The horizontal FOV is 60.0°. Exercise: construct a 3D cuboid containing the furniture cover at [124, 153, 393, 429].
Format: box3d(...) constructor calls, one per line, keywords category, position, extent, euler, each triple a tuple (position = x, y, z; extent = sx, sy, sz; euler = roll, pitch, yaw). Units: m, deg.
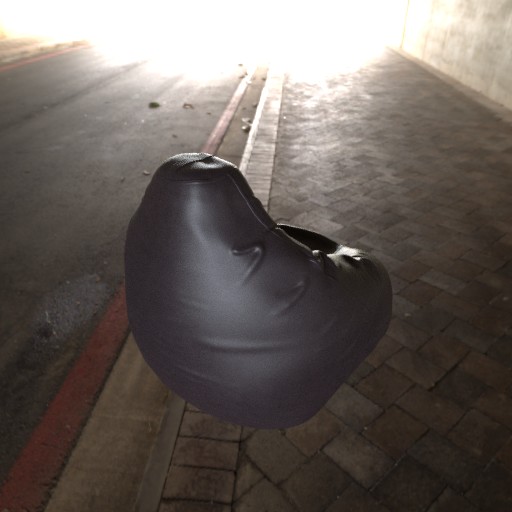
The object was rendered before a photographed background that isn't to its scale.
box3d(category="furniture cover", position=(0.000, 0.000, 1.836), extent=(1.070, 0.990, 1.070), euler=(21, 37, 31))
